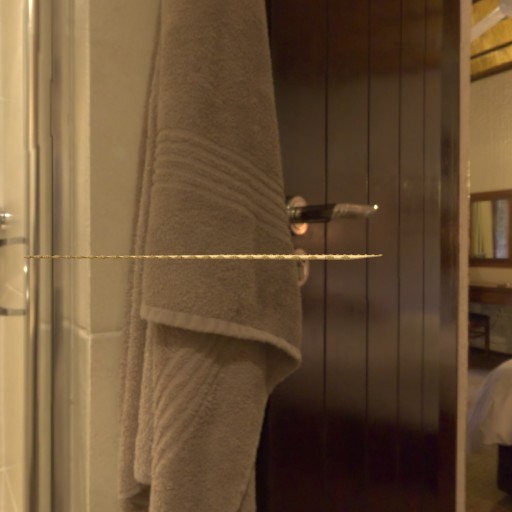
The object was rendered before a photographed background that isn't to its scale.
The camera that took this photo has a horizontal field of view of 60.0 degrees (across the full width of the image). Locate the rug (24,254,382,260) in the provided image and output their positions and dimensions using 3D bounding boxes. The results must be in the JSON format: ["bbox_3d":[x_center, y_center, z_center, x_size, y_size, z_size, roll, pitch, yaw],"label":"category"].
[{"bbox_3d":[0.000,0.000,3.011,1.540,0.018,2.435,0,0,19],"label":"rug"}]
